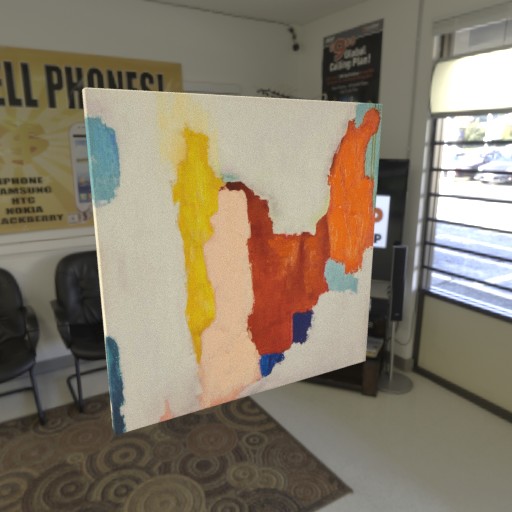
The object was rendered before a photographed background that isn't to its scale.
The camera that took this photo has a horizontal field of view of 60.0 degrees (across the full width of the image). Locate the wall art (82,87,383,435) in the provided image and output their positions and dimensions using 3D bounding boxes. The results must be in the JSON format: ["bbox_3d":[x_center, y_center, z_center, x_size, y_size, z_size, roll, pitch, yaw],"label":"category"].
[{"bbox_3d":[0.000,0.000,1.206,0.814,0.814,0.037,-8,16,-28],"label":"wall art"}]
